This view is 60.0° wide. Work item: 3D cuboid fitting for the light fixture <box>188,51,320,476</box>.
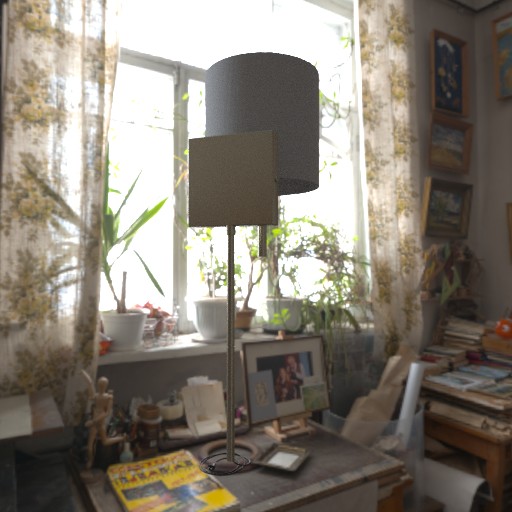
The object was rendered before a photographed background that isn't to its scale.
[{"bbox_3d":[0.000,0.000,0.702,0.188,0.589,0.248,0,-1,19],"label":"light fixture"}]
